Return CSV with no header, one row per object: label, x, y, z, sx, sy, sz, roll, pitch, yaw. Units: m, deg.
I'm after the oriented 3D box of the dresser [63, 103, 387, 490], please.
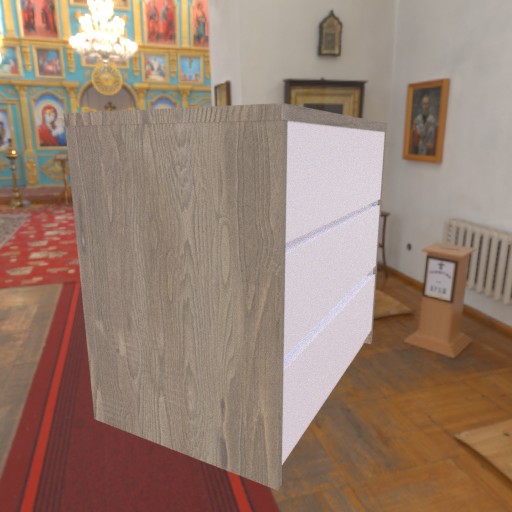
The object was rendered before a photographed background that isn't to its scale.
dresser,0.000,0.000,1.292,0.529,0.762,0.809,7,16,27
